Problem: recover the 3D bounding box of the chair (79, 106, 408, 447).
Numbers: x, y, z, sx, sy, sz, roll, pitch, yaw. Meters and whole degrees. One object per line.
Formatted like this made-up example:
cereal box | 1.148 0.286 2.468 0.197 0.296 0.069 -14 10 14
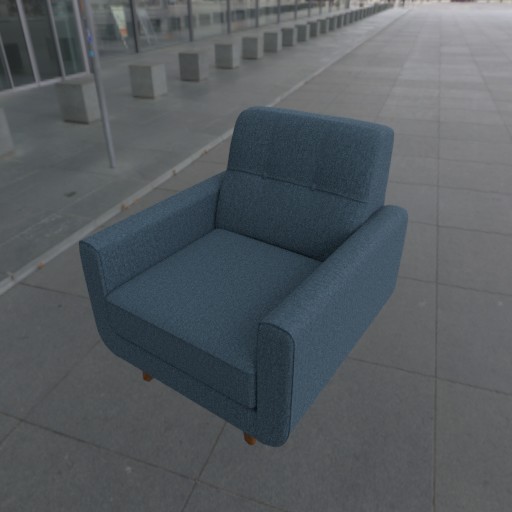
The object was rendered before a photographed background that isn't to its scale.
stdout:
chair | 0.000 0.000 1.723 0.880 0.940 0.964 20 36 29
